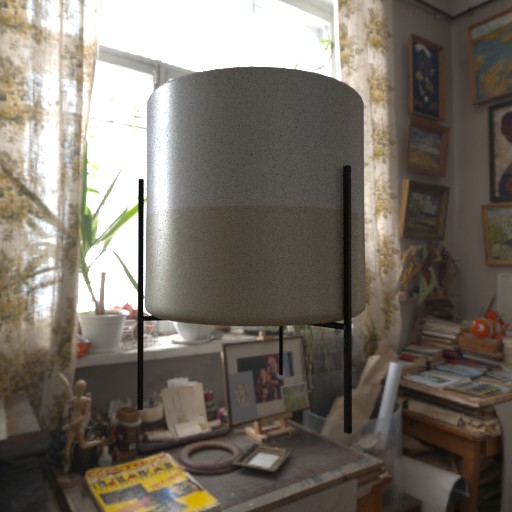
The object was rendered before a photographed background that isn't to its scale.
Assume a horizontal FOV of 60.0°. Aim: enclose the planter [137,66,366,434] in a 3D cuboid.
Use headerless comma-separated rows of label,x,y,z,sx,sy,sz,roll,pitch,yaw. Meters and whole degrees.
planter,0.000,0.000,0.746,0.359,0.484,0.368,0,-1,17
